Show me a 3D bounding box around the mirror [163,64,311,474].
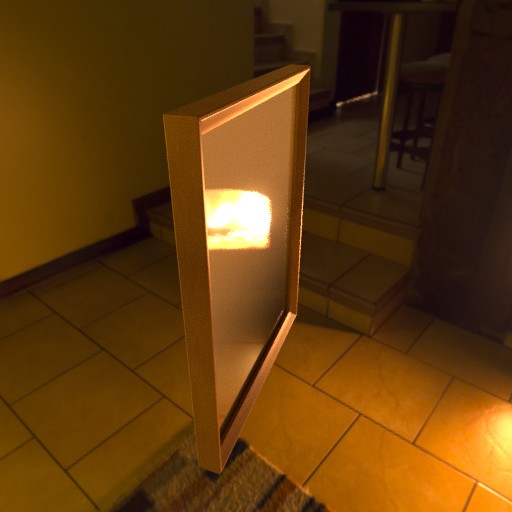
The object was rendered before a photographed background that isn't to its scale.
[{"bbox_3d":[0.000,0.000,0.691,0.041,0.509,0.406,10,31,18],"label":"mirror"}]
